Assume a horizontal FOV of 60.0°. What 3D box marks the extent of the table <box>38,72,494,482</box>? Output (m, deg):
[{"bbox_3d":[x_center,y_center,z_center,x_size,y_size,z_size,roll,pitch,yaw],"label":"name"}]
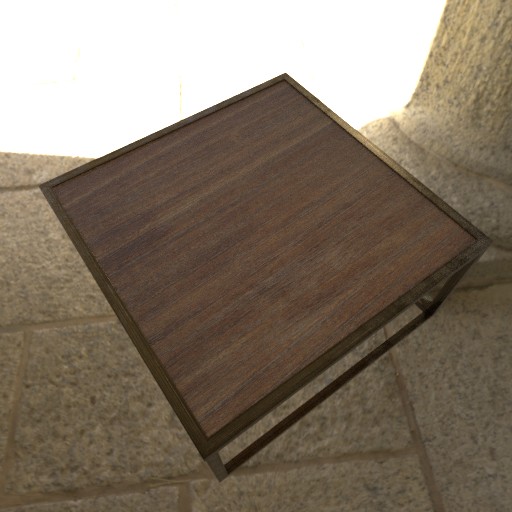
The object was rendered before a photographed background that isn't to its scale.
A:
[{"bbox_3d":[0.000,0.000,1.418,0.909,0.451,0.899,-31,63,-18],"label":"table"}]
